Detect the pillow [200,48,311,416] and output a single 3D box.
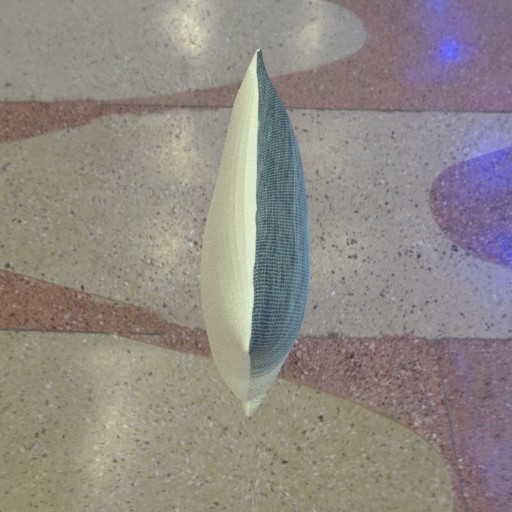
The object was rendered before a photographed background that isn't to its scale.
[{"bbox_3d":[0.000,0.000,0.710,0.182,0.441,0.440,2,64,1],"label":"pillow"}]
